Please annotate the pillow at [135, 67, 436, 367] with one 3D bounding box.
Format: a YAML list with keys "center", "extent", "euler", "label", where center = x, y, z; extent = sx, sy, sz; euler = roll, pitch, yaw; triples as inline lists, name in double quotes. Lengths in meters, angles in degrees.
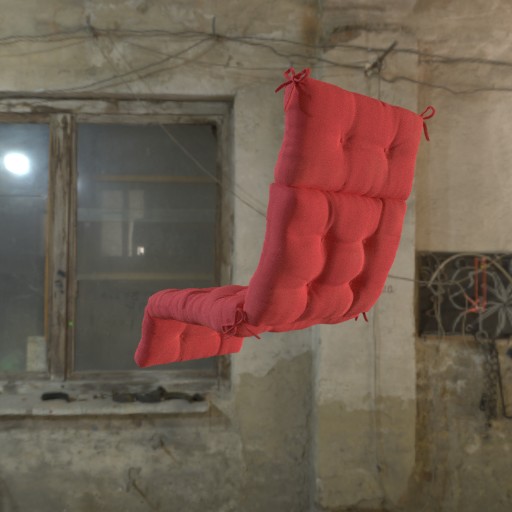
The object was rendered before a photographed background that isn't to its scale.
- center: [0.000, 0.000, 1.491]
  extent: [0.526, 0.863, 1.016]
  euler: [0, 0, -37]
  label: "pillow"
